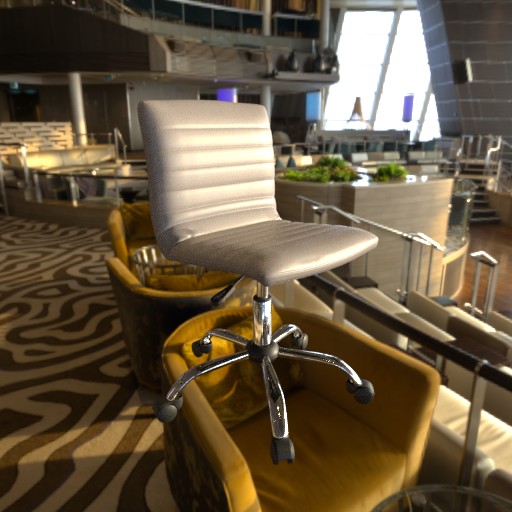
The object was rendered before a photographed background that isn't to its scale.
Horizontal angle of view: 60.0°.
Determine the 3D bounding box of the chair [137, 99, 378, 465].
[{"bbox_3d":[0.000,0.000,1.111,0.569,0.750,0.542,-16,23,-42],"label":"chair"}]
